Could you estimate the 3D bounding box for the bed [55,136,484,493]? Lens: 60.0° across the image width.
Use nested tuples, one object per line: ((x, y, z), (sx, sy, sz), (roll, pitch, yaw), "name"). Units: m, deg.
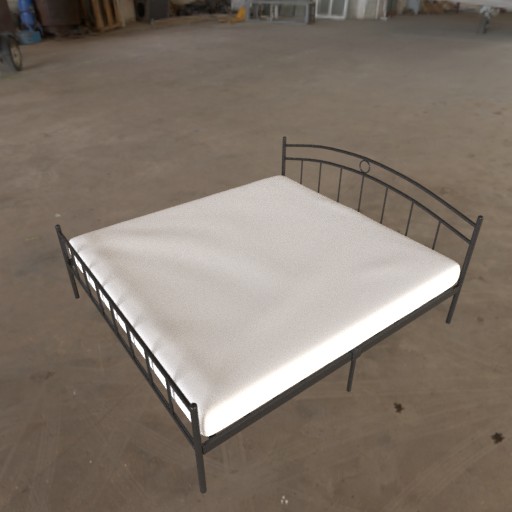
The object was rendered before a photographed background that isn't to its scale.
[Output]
((0.000, 0.000, 2.996), (2.040, 0.940, 1.880), (-22, 39, -30), "bed")
